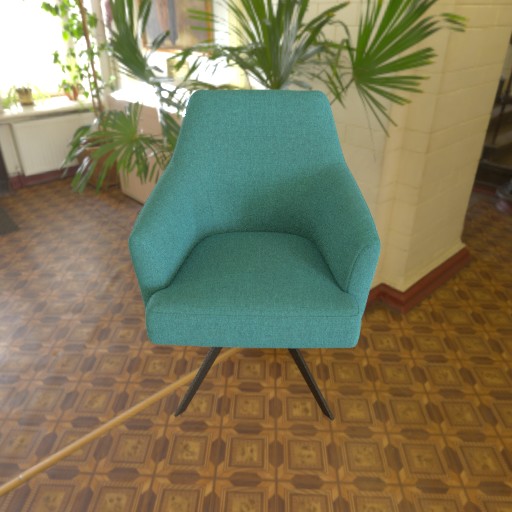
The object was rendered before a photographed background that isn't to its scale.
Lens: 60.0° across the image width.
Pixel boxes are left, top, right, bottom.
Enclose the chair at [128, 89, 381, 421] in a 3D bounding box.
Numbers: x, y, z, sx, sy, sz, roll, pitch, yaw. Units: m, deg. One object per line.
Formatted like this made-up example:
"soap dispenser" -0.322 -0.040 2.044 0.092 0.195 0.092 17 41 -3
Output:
"chair" 0.000 0.000 1.362 0.642 0.874 0.677 1 29 1
